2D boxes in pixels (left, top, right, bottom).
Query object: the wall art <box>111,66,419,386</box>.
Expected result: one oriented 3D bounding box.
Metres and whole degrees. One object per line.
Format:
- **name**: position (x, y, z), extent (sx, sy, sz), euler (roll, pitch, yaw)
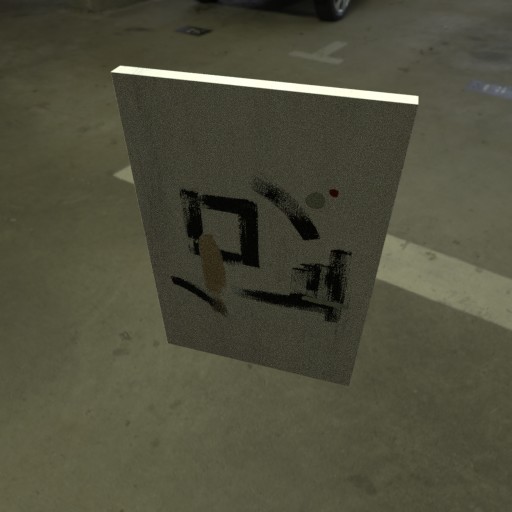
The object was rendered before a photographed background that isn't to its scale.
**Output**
- **wall art**: position (0.000, 0.000, 1.183), extent (0.624, 0.914, 0.043), euler (11, 42, 12)
